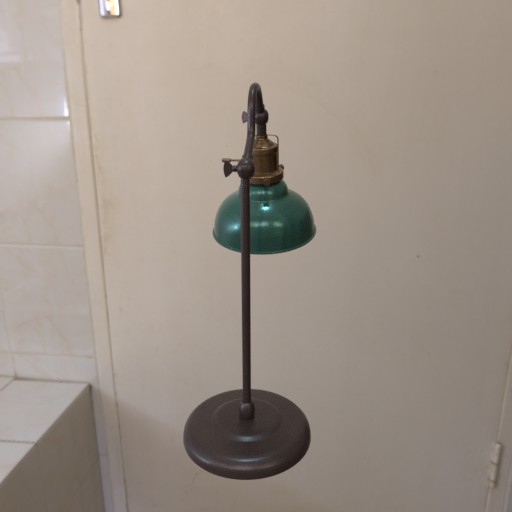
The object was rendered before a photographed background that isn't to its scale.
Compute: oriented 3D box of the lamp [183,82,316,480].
[{"bbox_3d":[0.000,0.000,0.694,0.192,0.508,0.374,2,15,8],"label":"lamp"}]
